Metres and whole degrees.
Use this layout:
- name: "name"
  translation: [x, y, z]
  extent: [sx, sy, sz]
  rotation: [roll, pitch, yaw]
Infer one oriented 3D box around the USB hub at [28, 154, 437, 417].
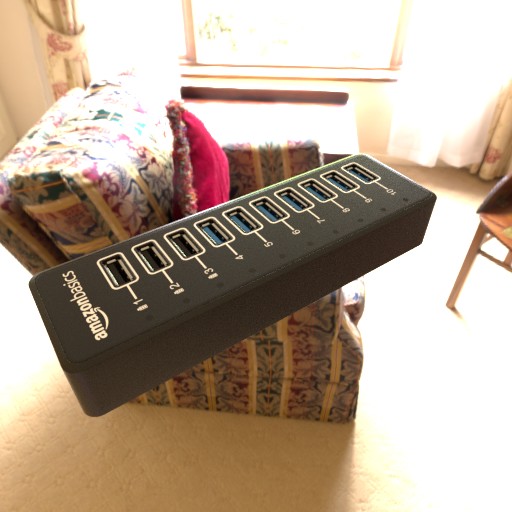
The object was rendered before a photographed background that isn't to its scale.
- name: "USB hub"
  translation: [0.000, 0.000, 0.162]
  extent: [0.145, 0.023, 0.044]
  rotation: [-24, 47, -25]
